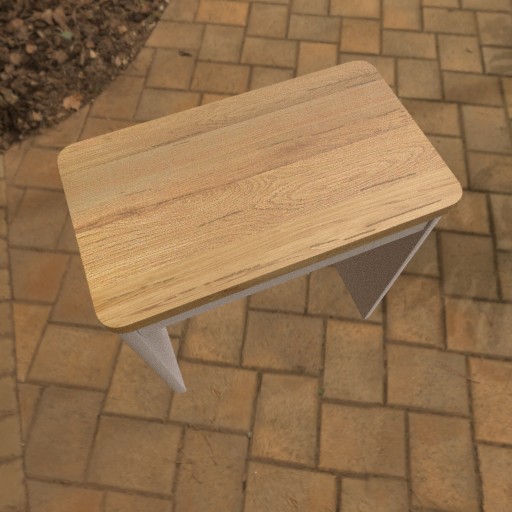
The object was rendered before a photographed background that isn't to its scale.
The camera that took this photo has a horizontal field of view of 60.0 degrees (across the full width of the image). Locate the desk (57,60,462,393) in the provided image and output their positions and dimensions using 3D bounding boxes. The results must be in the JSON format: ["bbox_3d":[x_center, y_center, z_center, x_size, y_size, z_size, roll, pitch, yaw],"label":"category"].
[{"bbox_3d":[0.000,0.000,1.278,0.760,0.790,0.440,-20,66,-9],"label":"desk"}]
